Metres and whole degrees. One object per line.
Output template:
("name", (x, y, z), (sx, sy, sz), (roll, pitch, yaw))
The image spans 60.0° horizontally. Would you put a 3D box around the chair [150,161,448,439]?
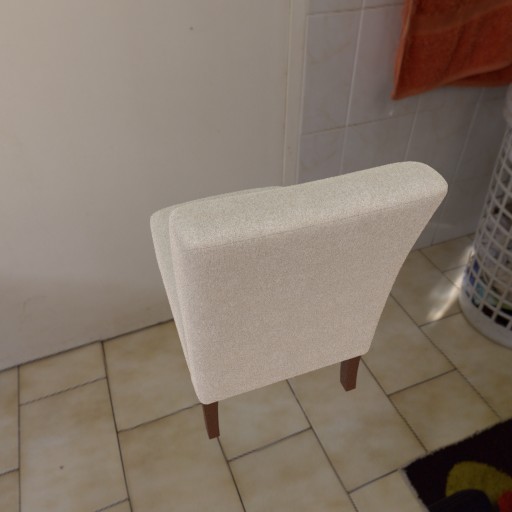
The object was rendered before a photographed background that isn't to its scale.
("chair", (0.000, 0.000, 1.284), (0.521, 0.833, 0.754), (-13, 43, -15))
